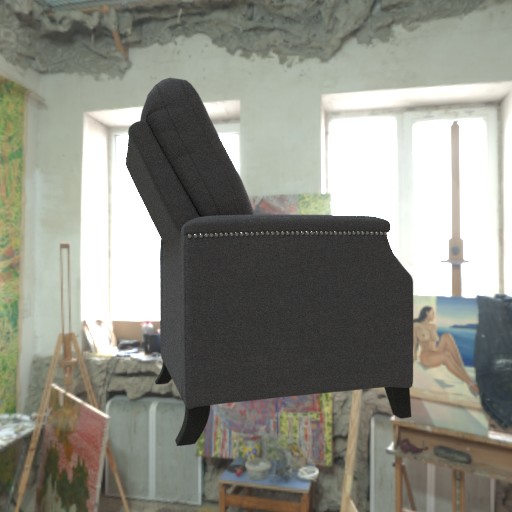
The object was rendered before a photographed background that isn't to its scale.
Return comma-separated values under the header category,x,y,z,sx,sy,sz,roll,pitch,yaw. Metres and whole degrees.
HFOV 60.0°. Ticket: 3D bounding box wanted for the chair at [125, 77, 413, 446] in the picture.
category,x,y,z,sx,sy,sz,roll,pitch,yaw
chair,0.000,0.000,1.636,0.922,1.049,0.710,0,-1,-18
